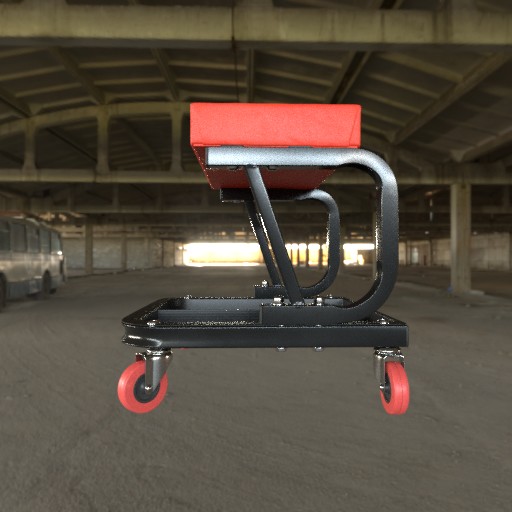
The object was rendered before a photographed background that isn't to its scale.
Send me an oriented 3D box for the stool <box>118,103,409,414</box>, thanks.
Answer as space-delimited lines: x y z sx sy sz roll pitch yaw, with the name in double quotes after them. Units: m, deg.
0.000 0.000 0.726 0.371 0.380 0.446 0 0 -2 "stool"
